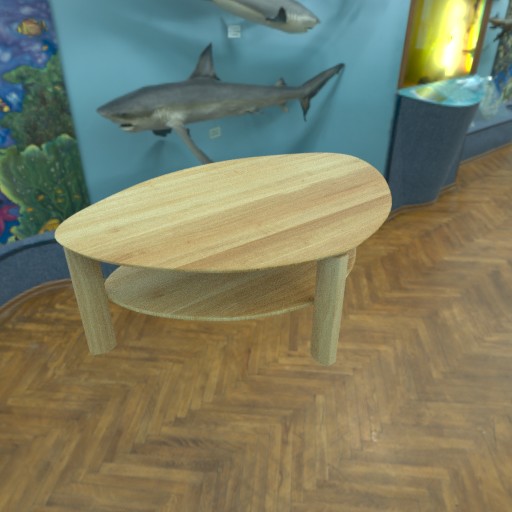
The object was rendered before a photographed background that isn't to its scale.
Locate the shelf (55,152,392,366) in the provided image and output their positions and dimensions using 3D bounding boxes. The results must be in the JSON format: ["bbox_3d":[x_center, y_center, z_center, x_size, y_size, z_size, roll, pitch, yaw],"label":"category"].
[{"bbox_3d":[0.000,0.000,1.614,1.246,0.440,0.845,-21,36,-32],"label":"shelf"}]
